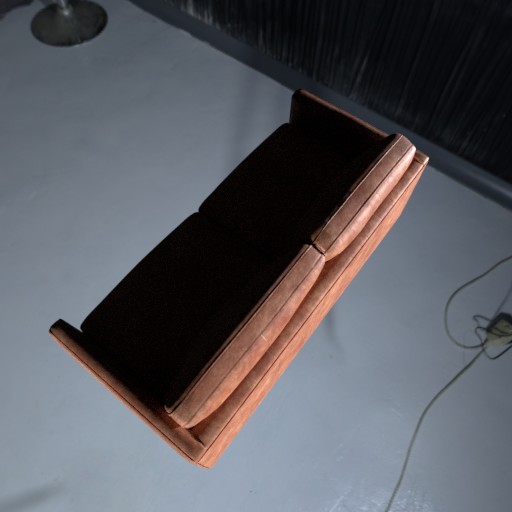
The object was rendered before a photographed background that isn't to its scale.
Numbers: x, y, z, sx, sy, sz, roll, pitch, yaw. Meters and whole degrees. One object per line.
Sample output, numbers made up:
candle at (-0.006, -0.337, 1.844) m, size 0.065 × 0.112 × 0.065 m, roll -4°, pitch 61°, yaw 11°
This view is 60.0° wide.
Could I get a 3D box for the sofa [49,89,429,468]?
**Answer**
sofa at (0.000, 0.000, 2.421) m, size 0.923 × 0.863 × 1.971 m, roll 34°, pitch 67°, yaw 17°
